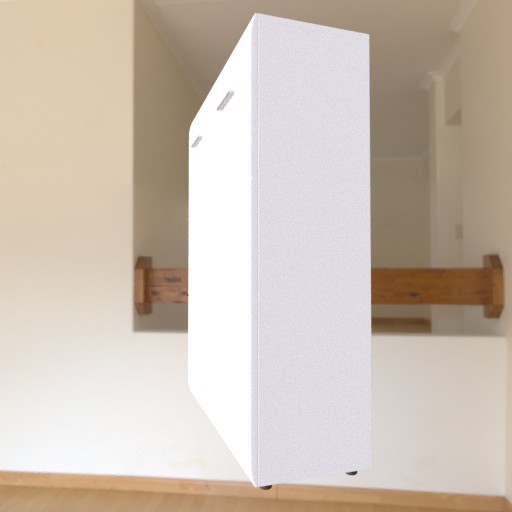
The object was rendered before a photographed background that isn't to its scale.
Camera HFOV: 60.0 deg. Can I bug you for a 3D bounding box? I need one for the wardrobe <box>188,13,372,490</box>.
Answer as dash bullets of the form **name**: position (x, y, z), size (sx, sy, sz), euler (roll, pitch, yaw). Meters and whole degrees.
- **wardrobe**: position (0.000, 0.000, 1.574), size (0.360, 1.200, 0.900), euler (0, -2, -18)
